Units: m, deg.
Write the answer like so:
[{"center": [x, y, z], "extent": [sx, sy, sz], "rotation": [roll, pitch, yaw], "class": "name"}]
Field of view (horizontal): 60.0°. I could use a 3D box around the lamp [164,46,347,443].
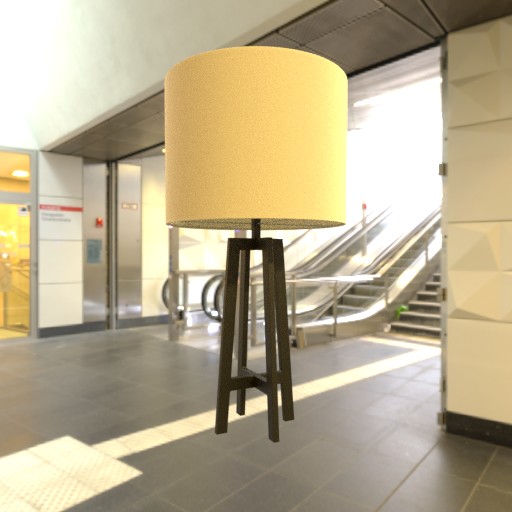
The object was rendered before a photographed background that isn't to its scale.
[{"center": [0.000, 0.000, 0.637], "extent": [0.257, 0.489, 0.257], "rotation": [0, 0, 19], "class": "lamp"}]
